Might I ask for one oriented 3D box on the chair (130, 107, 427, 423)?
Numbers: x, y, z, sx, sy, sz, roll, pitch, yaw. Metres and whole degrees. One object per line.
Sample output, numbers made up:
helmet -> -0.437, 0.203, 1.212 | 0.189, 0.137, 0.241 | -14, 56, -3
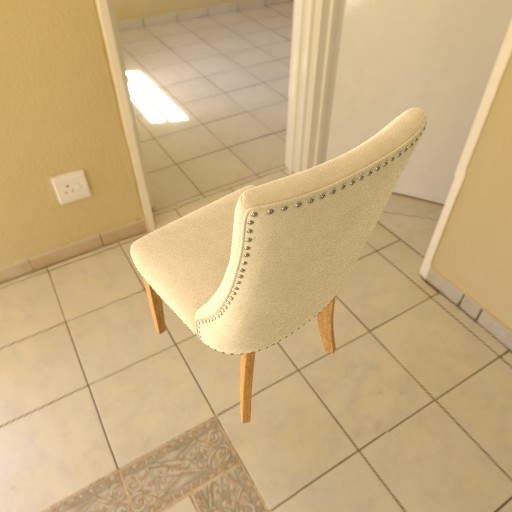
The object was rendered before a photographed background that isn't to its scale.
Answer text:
chair -> 0.000, 0.000, 1.223 | 0.495, 0.902, 0.610 | -31, 52, -28
